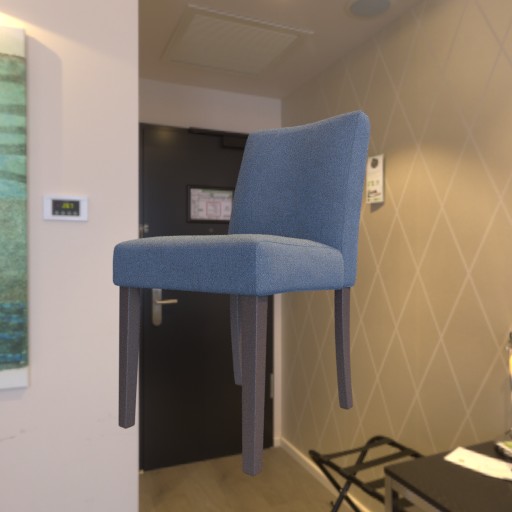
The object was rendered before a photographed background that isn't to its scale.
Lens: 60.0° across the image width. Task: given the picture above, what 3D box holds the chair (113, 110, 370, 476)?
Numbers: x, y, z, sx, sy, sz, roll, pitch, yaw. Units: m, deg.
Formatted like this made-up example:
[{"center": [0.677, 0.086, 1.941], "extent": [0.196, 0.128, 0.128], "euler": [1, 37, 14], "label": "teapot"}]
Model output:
[{"center": [0.000, 0.000, 1.254], "extent": [0.487, 0.882, 0.629], "euler": [0, 0, 36], "label": "chair"}]
